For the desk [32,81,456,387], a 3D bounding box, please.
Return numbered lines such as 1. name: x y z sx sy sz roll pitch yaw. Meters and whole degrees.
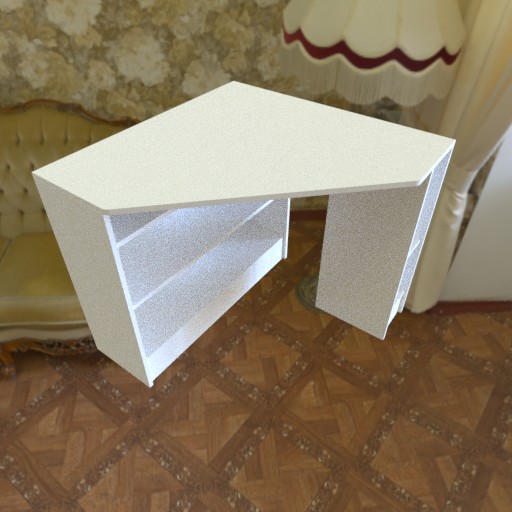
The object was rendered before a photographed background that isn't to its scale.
1. desk: 0.000 0.000 1.630 0.926 0.818 0.940 26 47 27
